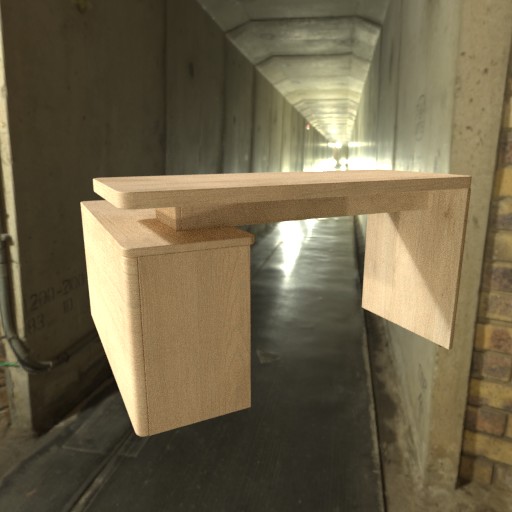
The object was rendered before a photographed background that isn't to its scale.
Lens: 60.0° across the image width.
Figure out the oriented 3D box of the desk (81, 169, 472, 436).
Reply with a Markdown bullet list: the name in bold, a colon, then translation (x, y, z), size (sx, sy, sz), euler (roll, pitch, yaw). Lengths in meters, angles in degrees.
- **desk**: translation (0.000, 0.000, 2.083), size (1.400, 0.770, 1.175), euler (-7, 16, -26)
